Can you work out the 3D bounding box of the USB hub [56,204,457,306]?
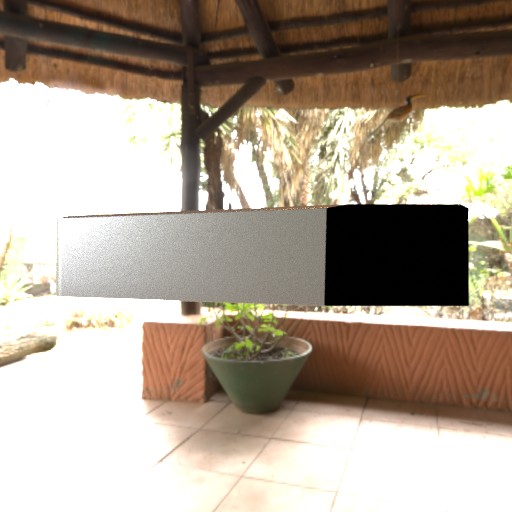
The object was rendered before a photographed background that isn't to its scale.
[{"bbox_3d":[0.000,0.000,0.129,0.110,0.023,0.044,0,0,19],"label":"USB hub"}]
